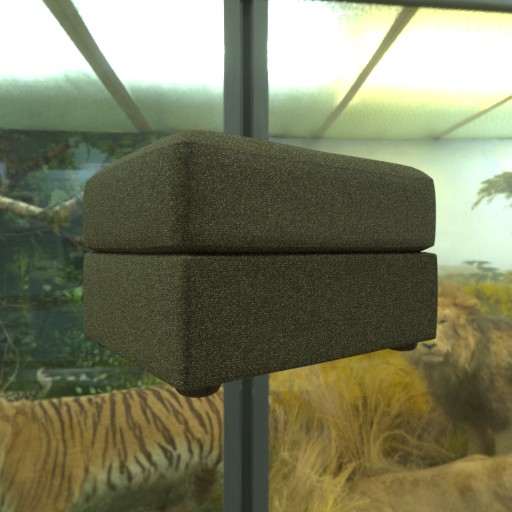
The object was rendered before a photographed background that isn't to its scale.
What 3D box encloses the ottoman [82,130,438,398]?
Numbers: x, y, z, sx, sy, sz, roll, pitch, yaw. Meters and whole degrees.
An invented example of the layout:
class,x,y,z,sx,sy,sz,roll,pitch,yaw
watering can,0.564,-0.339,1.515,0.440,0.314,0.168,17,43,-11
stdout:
class,x,y,z,sx,sy,sz,roll,pitch,yaw
ottoman,0.000,0.000,1.131,0.742,0.476,0.598,-1,1,-36
